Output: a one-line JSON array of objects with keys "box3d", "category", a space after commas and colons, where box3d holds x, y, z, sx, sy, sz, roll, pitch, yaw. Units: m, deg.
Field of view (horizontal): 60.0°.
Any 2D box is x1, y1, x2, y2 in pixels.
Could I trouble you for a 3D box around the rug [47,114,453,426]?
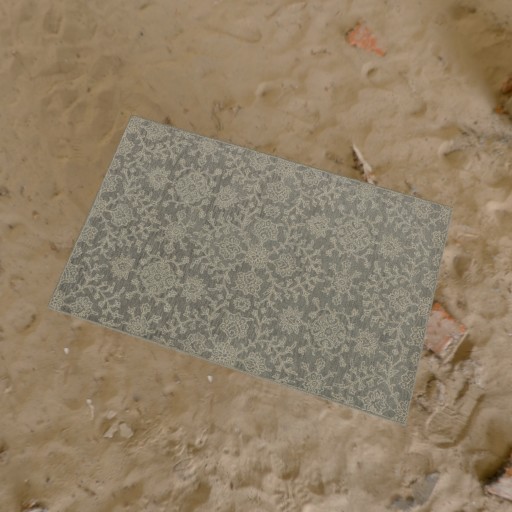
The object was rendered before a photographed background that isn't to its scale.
[{"box3d": [0.000, 0.000, 3.026, 2.430, 0.010, 1.515, 17, 76, 4], "category": "rug"}]
